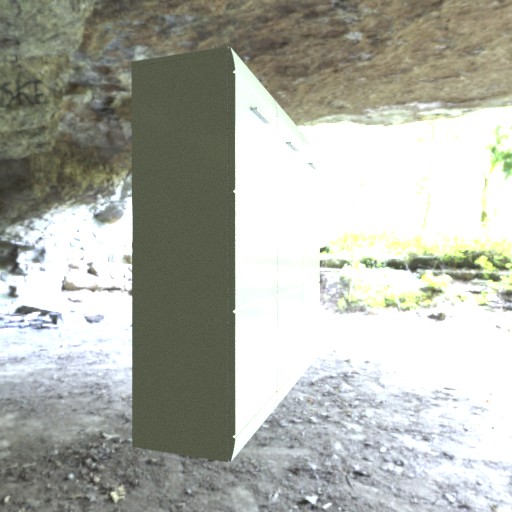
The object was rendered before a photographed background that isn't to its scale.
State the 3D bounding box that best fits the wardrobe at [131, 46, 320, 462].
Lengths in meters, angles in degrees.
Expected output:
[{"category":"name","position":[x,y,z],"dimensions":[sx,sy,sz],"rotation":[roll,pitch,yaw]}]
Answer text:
[{"category":"wardrobe","position":[0.000,0.000,1.942],"dimensions":[0.360,1.200,1.340],"rotation":[0,0,18]}]
